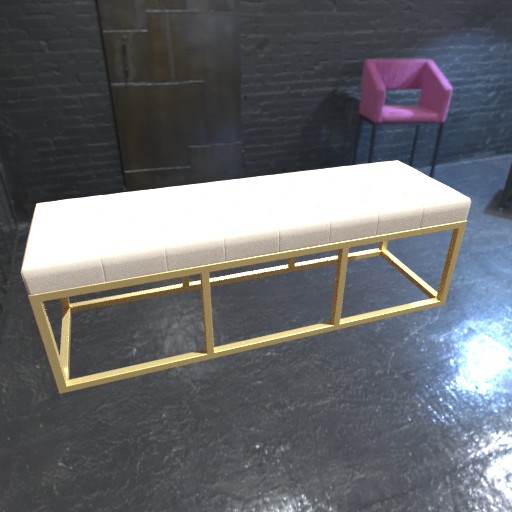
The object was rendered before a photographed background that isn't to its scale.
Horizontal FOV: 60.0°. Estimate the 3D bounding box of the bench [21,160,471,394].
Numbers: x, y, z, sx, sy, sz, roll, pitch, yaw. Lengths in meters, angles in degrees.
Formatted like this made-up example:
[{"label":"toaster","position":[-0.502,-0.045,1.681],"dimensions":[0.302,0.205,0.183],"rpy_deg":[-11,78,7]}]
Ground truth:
[{"label":"bench","position":[0.000,0.000,1.668],"dimensions":[1.473,0.484,0.457],"rpy_deg":[-10,32,-16]}]
